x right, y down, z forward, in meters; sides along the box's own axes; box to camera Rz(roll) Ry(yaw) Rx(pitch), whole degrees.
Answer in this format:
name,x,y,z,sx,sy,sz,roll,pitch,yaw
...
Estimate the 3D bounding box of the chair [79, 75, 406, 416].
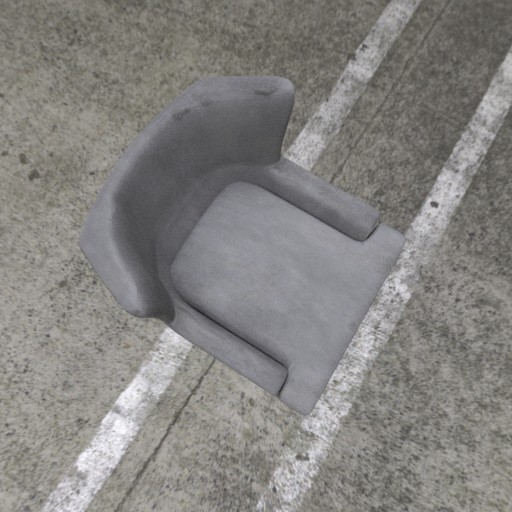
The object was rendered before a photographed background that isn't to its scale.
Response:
name,x,y,z,sx,sy,sz,roll,pitch,yaw
chair,0.000,0.000,1.613,0.906,0.950,0.784,31,78,8
